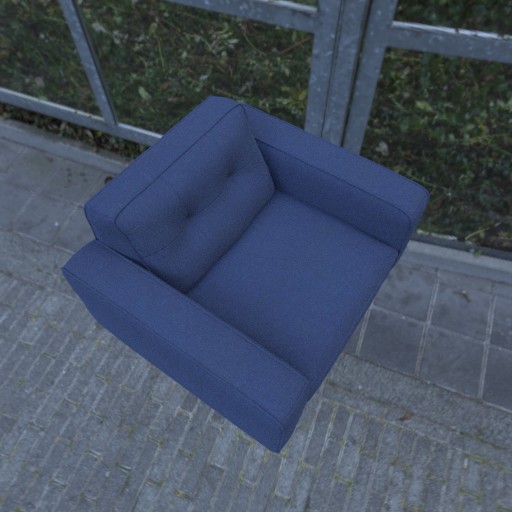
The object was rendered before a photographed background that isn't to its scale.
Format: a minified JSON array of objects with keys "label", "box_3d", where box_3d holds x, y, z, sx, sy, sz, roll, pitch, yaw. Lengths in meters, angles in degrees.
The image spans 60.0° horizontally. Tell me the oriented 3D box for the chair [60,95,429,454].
[{"label":"chair","box_3d":[0.000,0.000,1.791,0.953,0.783,1.118,30,62,18]}]
